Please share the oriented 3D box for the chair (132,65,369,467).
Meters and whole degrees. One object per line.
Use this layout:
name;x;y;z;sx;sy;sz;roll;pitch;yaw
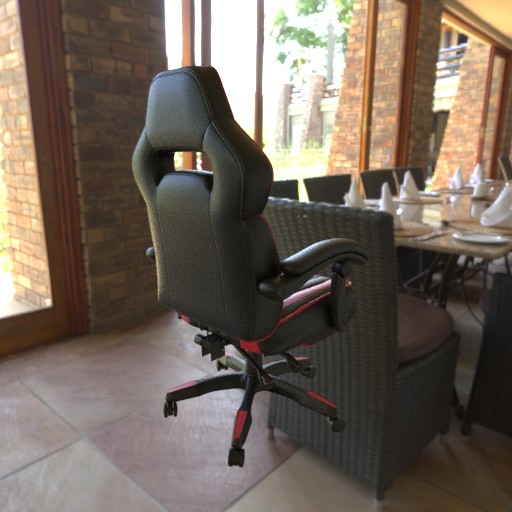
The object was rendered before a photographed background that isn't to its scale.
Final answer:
chair;0.000;0.000;1.625;0.700;1.220;0.700;-13;19;-43
